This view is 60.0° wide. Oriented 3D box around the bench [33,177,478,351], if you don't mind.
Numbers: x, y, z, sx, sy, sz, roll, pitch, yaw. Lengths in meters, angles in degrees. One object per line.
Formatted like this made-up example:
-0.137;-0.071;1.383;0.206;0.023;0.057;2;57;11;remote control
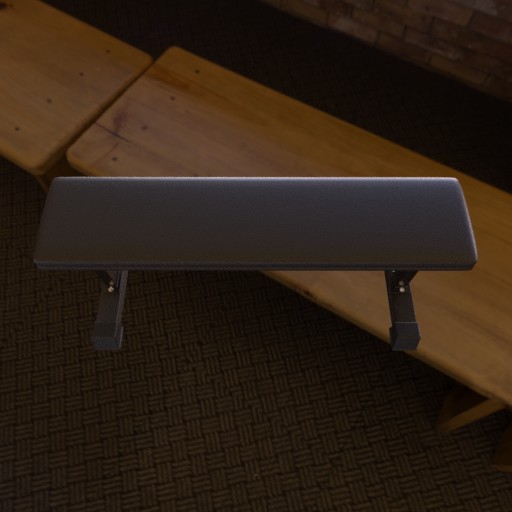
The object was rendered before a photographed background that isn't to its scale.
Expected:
0.000;0.000;1.289;1.072;0.453;0.439;0;64;0;bench
